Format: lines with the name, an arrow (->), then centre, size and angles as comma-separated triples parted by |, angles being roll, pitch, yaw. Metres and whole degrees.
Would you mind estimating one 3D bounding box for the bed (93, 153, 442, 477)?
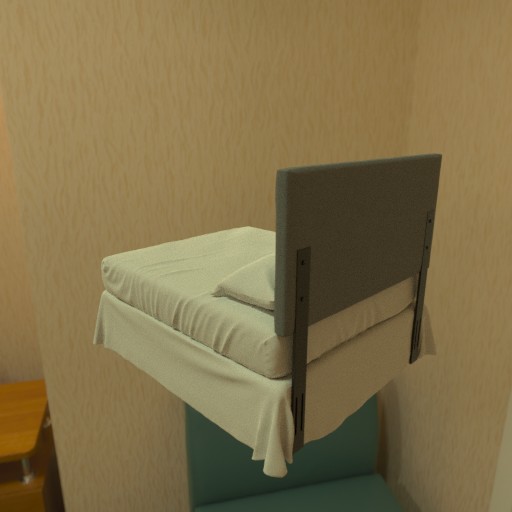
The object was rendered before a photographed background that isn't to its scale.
bed -> 0.000, 0.000, 3.439 | 1.936, 1.577, 2.222 | -16, 23, -42
